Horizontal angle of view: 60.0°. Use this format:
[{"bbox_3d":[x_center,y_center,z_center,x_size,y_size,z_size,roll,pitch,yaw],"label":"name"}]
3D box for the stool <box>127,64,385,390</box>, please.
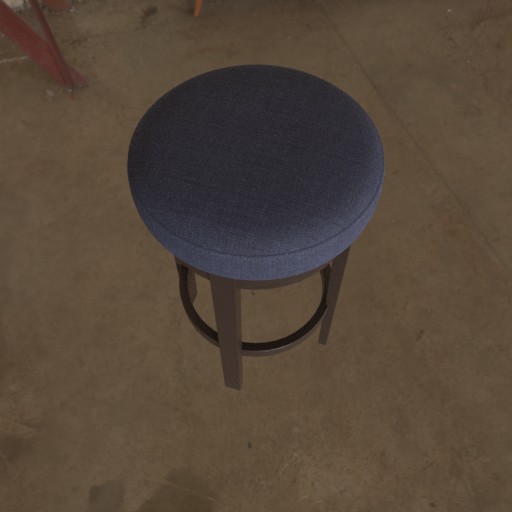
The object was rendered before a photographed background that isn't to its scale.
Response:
[{"bbox_3d":[0.000,0.000,1.030,0.446,0.758,0.446,0,60,0],"label":"stool"}]
